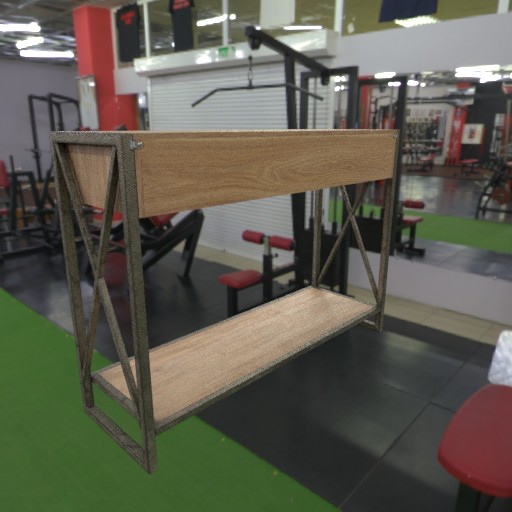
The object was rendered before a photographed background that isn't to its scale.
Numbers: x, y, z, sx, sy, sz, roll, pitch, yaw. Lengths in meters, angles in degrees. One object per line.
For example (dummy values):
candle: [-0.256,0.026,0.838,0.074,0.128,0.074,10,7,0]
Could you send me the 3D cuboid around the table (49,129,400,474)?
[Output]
table: [0.000,0.000,1.399,0.361,0.763,1.059,16,22,42]
